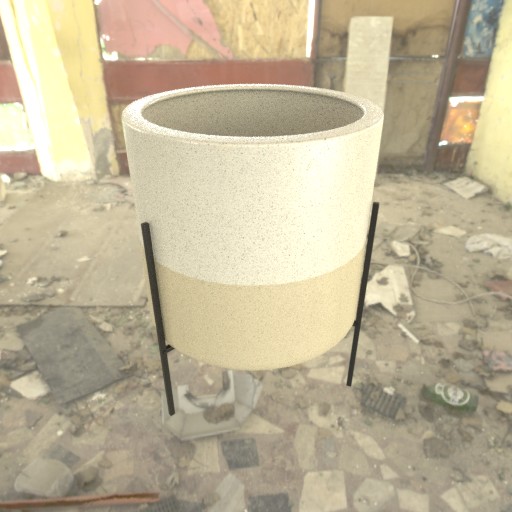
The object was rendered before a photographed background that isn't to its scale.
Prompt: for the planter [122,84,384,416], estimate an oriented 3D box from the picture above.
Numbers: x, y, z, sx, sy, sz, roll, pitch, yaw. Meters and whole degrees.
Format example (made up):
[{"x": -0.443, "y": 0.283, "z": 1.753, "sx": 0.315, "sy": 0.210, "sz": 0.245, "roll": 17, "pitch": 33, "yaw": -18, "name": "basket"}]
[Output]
[{"x": 0.000, "y": 0.000, "z": 0.739, "sx": 0.368, "sy": 0.484, "sz": 0.359, "roll": 10, "pitch": 32, "yaw": 16, "name": "planter"}]
